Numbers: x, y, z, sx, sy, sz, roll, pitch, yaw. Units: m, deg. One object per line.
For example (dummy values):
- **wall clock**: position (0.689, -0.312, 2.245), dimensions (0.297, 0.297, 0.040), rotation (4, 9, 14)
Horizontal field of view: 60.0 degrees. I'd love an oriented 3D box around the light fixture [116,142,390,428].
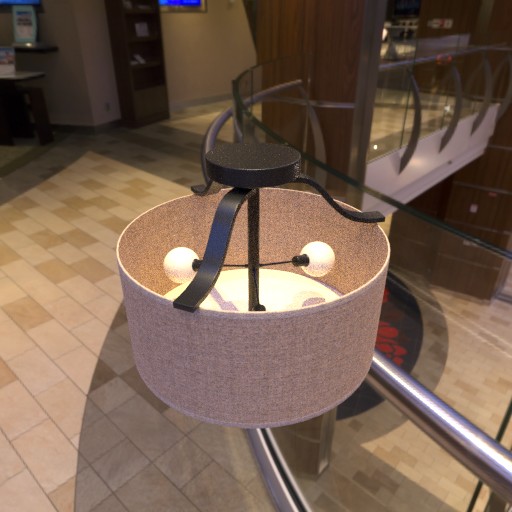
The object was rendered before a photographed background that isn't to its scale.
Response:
- **light fixture**: position (0.000, 0.000, 0.657), dimensions (0.390, 0.306, 0.390), rotation (0, 29, 0)
